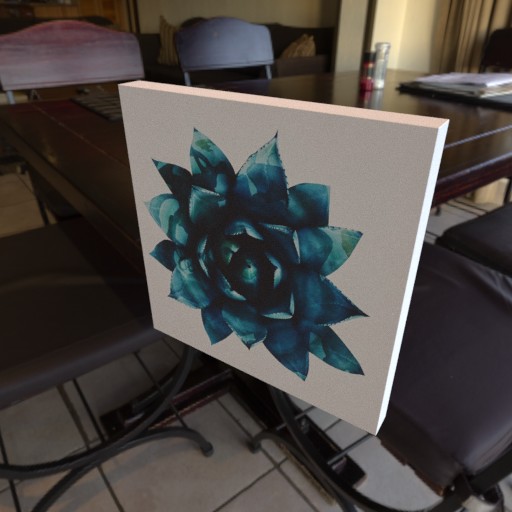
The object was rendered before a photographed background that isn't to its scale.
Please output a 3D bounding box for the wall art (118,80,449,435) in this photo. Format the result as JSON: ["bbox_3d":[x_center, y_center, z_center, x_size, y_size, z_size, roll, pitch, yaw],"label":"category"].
[{"bbox_3d":[0.000,0.000,0.598,0.406,0.406,0.038,18,35,28],"label":"wall art"}]
